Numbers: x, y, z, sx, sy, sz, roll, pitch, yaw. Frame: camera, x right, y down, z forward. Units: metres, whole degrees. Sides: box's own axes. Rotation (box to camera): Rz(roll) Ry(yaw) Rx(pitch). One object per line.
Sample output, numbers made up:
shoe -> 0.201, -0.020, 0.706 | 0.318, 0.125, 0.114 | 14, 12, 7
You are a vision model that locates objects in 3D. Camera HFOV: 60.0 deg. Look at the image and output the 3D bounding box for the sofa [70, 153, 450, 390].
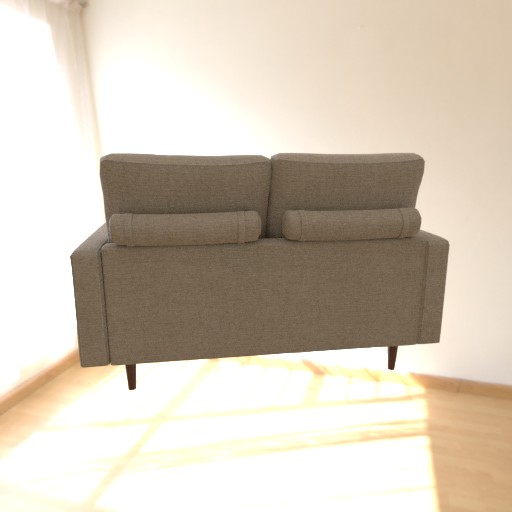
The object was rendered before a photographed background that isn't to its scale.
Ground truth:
sofa -> 0.000, 0.000, 1.999 | 1.407, 0.907, 0.842 | -2, 13, -9
